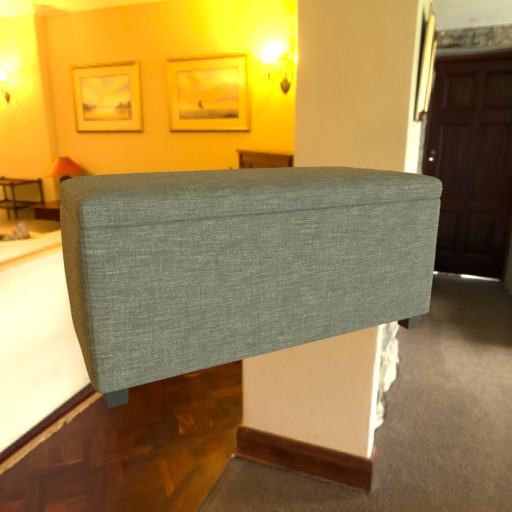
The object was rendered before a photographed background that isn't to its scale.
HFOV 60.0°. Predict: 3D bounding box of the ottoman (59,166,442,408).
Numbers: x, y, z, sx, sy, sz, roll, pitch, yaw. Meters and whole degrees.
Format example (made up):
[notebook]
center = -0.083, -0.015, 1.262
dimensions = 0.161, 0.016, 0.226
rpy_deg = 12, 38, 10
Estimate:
[ottoman]
center = 0.000, 0.000, 1.152
dimensions = 0.902, 0.432, 0.419
rpy_deg = -8, 17, -26
